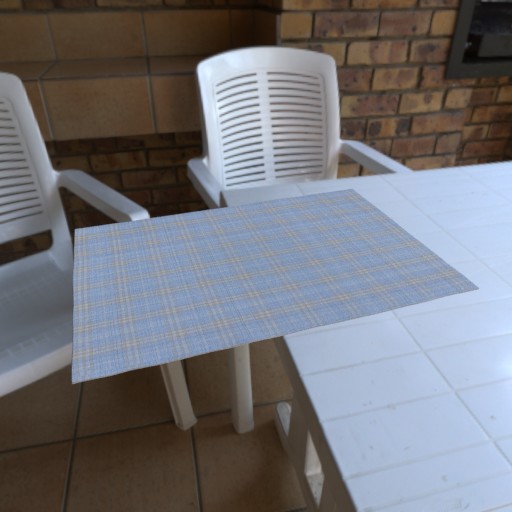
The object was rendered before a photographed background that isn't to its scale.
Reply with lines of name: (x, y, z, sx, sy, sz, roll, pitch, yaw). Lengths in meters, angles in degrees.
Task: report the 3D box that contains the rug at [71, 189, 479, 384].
rug: (0.000, 0.000, 2.345, 1.835, 0.012, 1.231, -10, 34, -16)
